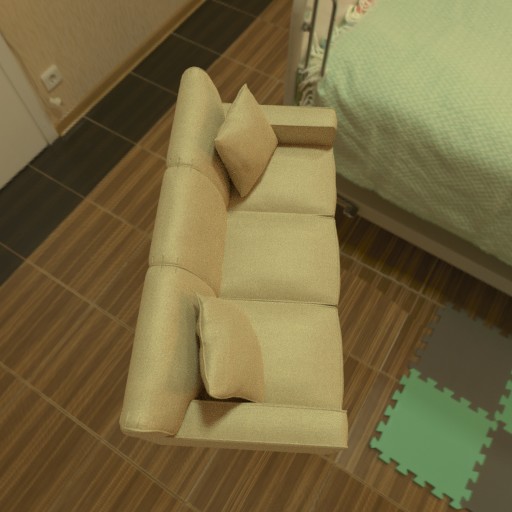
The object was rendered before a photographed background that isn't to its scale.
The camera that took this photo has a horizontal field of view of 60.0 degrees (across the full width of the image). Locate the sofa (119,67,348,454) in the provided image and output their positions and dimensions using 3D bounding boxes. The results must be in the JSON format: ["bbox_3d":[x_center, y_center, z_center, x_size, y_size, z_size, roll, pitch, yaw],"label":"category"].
[{"bbox_3d":[0.000,0.000,2.543,0.997,0.958,2.024,3,64,1],"label":"sofa"}]
